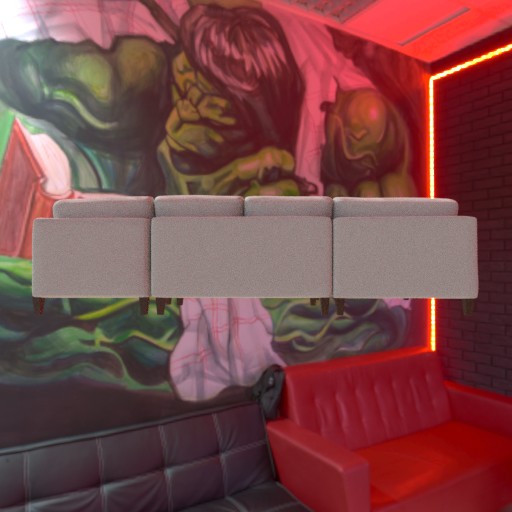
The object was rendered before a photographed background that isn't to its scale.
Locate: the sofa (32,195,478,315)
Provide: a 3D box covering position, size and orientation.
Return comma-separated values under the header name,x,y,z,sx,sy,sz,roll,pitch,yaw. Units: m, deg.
name,x,y,z,sx,sy,sz,roll,pitch,yaw
sofa,0.000,0.000,4.647,3.459,0.956,2.593,0,-1,1
